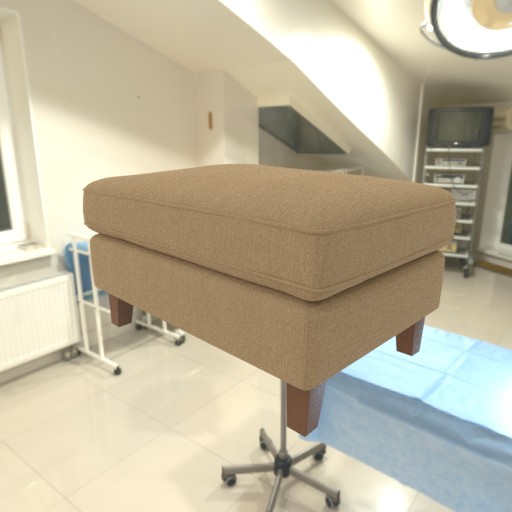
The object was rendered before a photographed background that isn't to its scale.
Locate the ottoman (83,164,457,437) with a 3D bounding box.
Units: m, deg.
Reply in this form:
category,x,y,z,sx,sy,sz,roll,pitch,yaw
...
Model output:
category,x,y,z,sx,sy,sz,roll,pitch,yaw
ottoman,0.000,0.000,1.318,0.945,0.521,0.636,15,21,43
